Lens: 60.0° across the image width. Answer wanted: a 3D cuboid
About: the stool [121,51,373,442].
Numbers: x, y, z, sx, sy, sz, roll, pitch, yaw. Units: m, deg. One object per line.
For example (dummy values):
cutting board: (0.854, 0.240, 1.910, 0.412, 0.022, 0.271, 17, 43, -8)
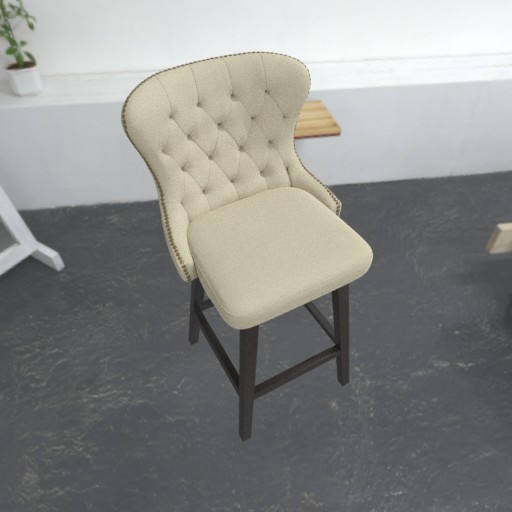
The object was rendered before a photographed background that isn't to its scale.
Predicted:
stool: (0.000, 0.000, 1.330, 0.528, 0.971, 0.593, -22, 50, -20)
